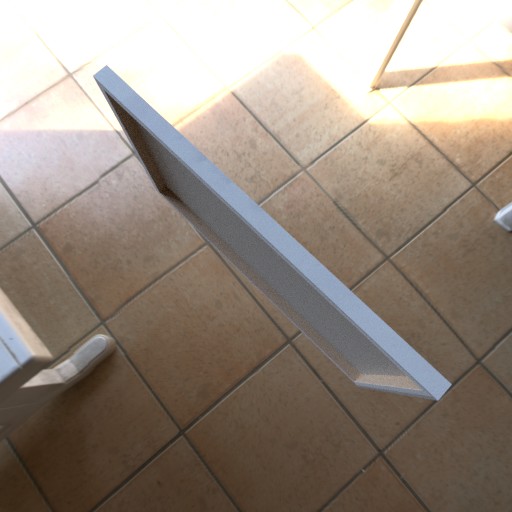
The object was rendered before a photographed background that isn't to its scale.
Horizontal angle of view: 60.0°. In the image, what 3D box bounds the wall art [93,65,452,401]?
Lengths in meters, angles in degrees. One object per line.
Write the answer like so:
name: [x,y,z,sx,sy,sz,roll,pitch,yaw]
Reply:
wall art: [0.000,0.000,1.139,0.915,0.610,0.038,44,80,10]
